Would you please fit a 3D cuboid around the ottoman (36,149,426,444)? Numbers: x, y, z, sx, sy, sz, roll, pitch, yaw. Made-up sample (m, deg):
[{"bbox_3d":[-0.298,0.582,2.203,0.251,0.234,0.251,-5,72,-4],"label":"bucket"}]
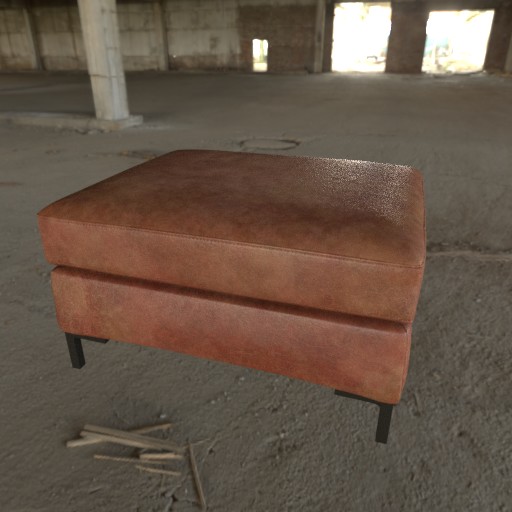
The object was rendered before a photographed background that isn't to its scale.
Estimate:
[{"bbox_3d":[0.000,0.000,1.750,1.186,0.667,0.965,8,26,16],"label":"ottoman"}]
